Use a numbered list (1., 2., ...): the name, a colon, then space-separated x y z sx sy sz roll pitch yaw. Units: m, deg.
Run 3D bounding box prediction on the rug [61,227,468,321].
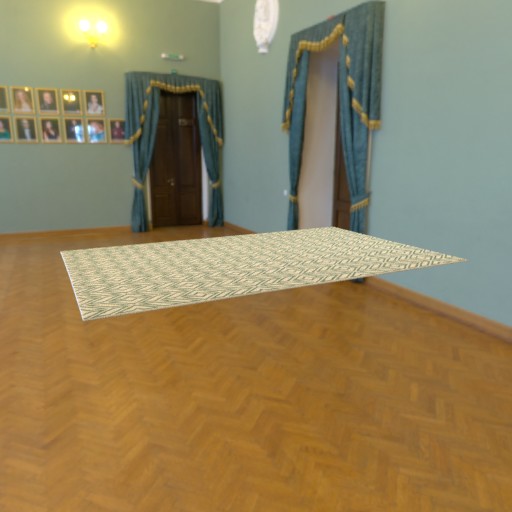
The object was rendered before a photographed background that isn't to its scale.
1. rug: 0.000 0.000 3.109 2.435 0.011 1.517 -7 15 -26
